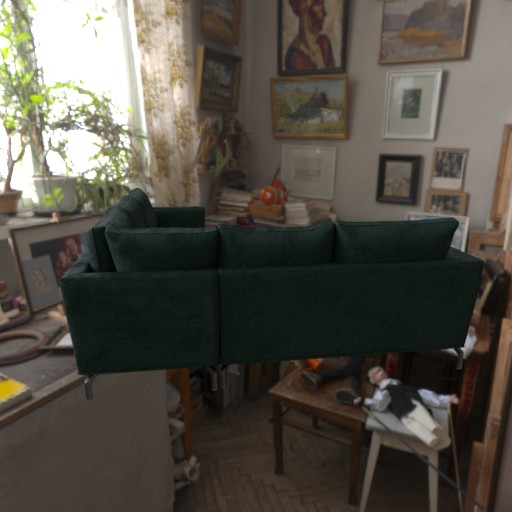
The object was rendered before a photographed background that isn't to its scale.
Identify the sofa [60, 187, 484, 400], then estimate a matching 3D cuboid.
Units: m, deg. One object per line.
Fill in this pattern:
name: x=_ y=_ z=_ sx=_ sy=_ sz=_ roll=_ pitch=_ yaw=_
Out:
sofa: x=0.000 y=0.000 z=3.735 sx=2.468 sy=1.004 sz=2.452 roll=-2 pitch=15 yaw=-8
